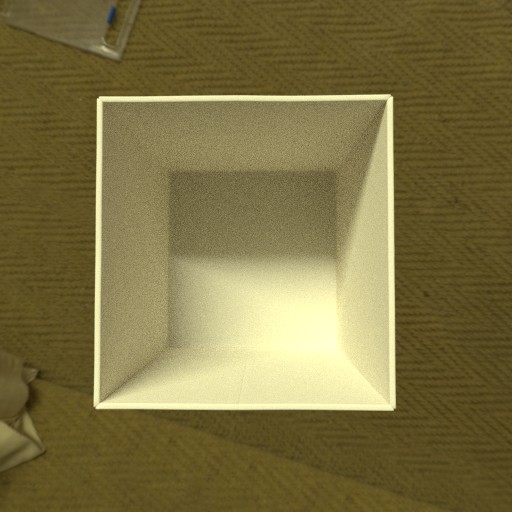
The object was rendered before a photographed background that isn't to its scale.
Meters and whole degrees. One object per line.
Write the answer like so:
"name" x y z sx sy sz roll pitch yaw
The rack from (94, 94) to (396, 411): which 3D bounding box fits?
"rack" 0.000 0.000 0.511 0.270 0.280 0.270 0 88 1
